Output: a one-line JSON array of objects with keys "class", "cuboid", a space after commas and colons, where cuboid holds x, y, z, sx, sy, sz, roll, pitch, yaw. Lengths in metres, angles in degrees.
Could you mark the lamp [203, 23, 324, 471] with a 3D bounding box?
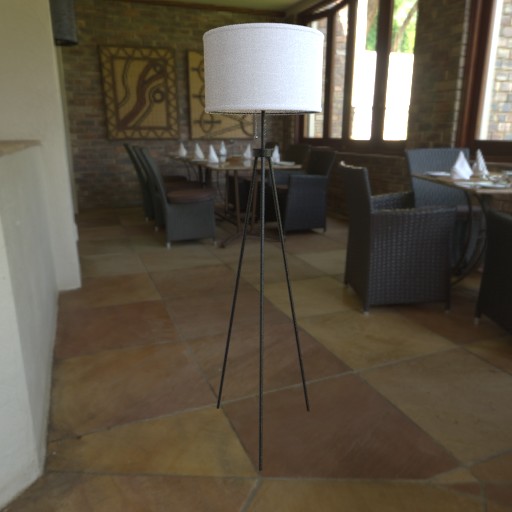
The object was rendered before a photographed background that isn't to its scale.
[{"class": "lamp", "cuboid": [0.000, 0.000, 1.716, 0.458, 1.545, 0.448, 8, 17, 26]}]
